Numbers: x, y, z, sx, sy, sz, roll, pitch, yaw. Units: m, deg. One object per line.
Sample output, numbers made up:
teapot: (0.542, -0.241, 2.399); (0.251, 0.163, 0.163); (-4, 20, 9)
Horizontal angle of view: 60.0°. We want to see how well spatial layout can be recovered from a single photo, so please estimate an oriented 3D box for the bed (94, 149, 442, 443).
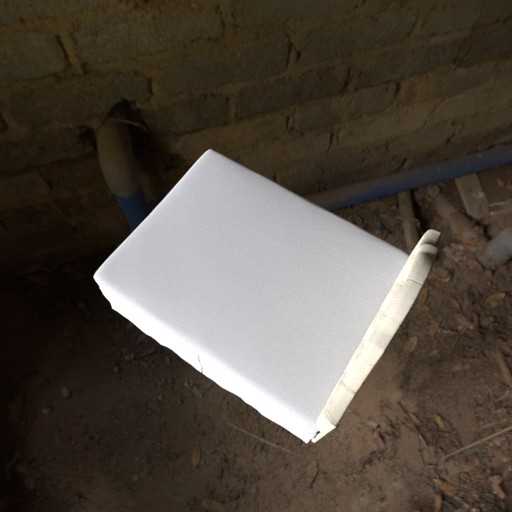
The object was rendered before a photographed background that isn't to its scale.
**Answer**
bed: (0.000, 0.000, 3.262); (2.092, 1.575, 1.627); (31, 67, 15)
